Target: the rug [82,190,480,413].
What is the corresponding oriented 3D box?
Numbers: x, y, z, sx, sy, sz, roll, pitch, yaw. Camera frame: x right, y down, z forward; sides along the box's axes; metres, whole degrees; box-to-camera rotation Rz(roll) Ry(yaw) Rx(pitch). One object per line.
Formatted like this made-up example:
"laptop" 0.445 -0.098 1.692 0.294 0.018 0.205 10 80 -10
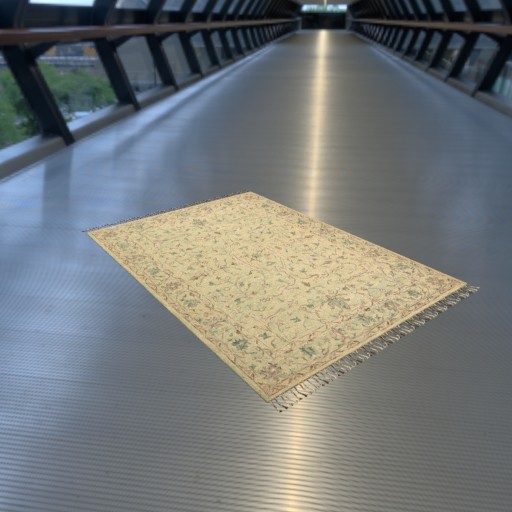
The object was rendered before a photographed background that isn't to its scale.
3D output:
"rug" 0.000 0.000 2.348 1.247 0.008 1.802 -19 33 -33
